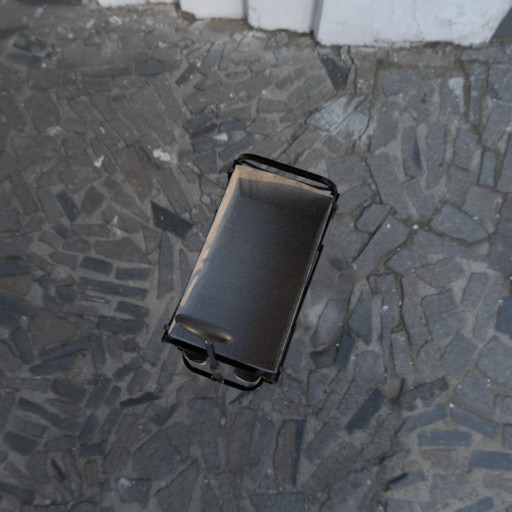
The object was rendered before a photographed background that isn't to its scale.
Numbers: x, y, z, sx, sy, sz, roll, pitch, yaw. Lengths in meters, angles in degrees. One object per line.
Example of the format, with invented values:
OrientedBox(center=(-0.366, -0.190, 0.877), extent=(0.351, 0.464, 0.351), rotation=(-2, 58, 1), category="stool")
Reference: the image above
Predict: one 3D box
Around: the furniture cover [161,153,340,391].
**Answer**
OrientedBox(center=(0.000, 0.000, 1.771), extent=(0.532, 1.295, 1.038), rotation=(19, 75, 5), category="furniture cover")
